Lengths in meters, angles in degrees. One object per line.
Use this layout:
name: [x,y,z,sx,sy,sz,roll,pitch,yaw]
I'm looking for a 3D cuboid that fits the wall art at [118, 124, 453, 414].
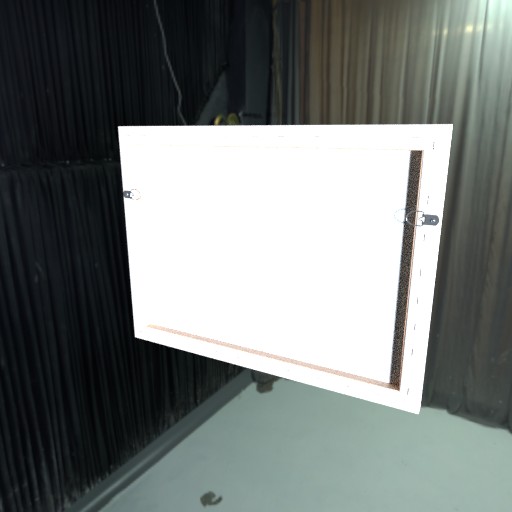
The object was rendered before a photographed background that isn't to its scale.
wall art: [0.000,0.000,1.616,1.219,0.912,0.042,8,18,27]
